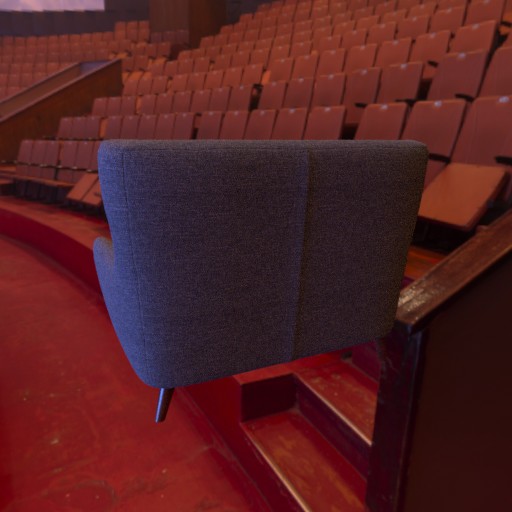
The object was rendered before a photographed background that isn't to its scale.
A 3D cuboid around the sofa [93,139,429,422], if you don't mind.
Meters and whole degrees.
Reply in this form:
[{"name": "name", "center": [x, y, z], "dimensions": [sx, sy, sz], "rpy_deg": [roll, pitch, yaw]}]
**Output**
[{"name": "sofa", "center": [0.000, 0.000, 2.023], "dimensions": [1.358, 1.028, 0.874], "rpy_deg": [-7, 16, -25]}]
